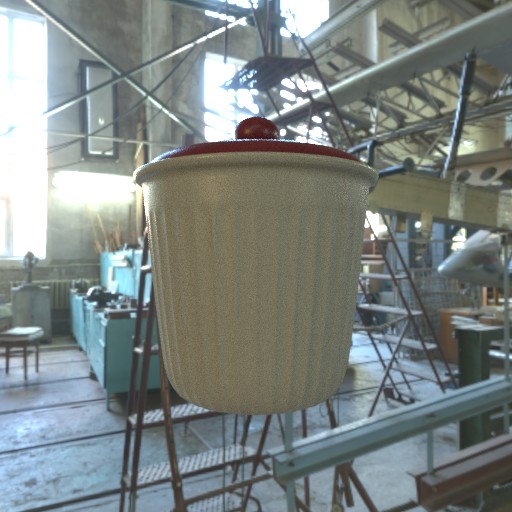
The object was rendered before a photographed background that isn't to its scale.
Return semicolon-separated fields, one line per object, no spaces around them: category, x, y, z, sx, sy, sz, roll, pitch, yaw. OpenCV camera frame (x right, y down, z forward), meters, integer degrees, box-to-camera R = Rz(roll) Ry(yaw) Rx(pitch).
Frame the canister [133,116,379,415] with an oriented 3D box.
canister;0.000;0.000;0.340;0.181;0.211;0.181;0;0;0
